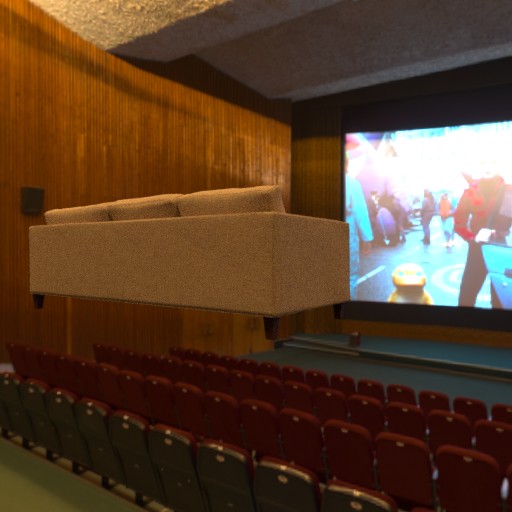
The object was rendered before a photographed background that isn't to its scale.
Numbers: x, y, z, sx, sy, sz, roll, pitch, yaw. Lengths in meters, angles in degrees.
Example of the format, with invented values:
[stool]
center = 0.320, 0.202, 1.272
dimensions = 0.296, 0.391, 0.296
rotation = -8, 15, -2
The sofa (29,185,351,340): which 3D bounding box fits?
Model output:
[sofa]
center = 0.000, 0.000, 4.299
dimensions = 2.432, 0.863, 3.182
rotation = 0, 1, 34
